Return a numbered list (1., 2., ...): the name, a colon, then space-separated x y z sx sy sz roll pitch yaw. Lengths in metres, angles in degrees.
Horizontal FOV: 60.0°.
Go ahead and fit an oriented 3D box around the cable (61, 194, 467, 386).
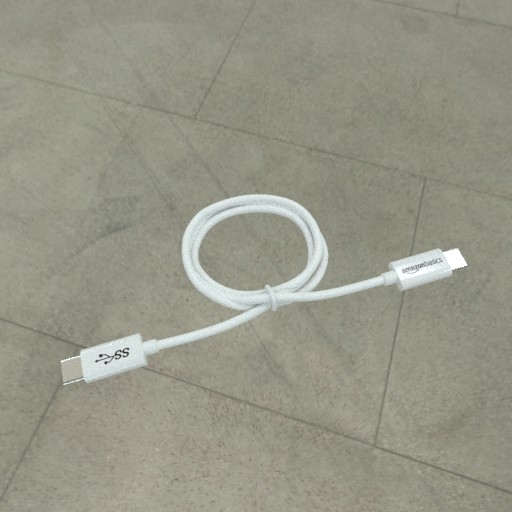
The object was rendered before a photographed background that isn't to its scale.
1. cable: 0.000 0.000 0.206 0.186 0.014 0.070 -16 65 -8
